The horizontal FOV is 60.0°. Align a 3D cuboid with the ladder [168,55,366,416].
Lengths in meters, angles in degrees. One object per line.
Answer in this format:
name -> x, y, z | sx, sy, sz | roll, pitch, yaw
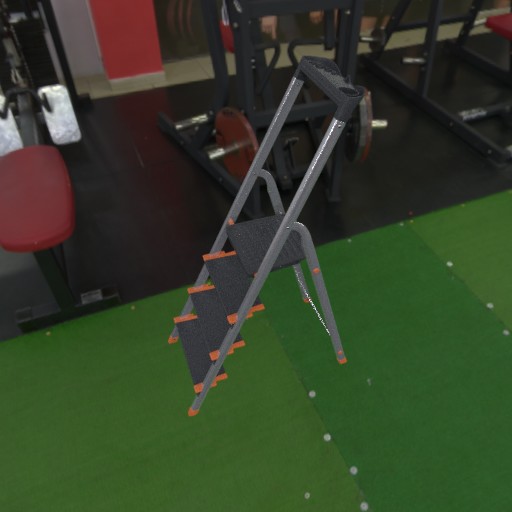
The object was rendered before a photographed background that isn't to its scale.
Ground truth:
ladder -> 0.000, 0.000, 1.811 | 0.834, 1.429, 0.452 | -15, 48, -14
